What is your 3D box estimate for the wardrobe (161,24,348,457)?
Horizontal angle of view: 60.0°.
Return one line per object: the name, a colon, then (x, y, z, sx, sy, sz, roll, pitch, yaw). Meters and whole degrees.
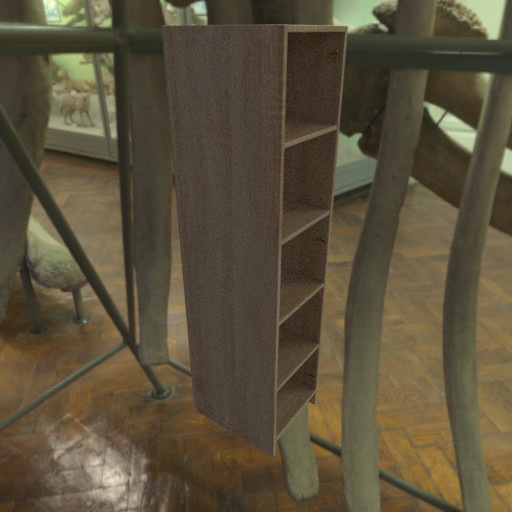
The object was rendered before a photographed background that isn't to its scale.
wardrobe: (0.000, 0.000, 2.296, 0.588, 2.117, 0.496, 18, 32, 31)
